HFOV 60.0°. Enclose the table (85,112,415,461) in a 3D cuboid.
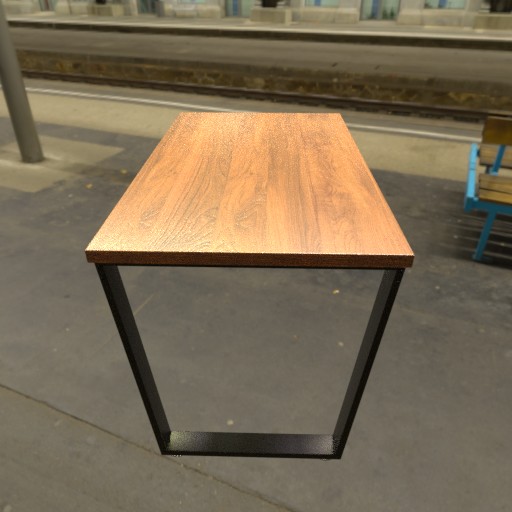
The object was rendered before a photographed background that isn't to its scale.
[{"bbox_3d":[0.000,0.000,1.667,0.714,0.760,1.205,1,32,1],"label":"table"}]
